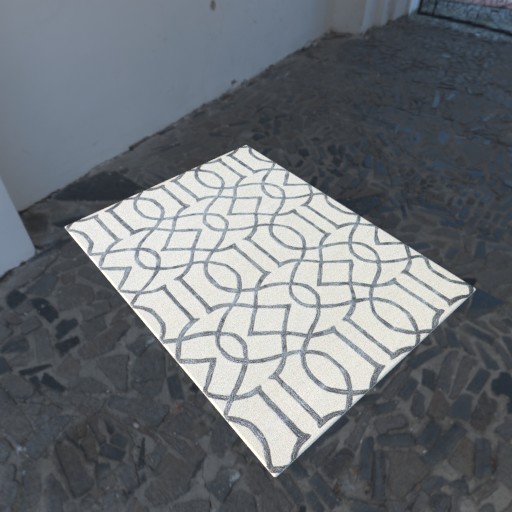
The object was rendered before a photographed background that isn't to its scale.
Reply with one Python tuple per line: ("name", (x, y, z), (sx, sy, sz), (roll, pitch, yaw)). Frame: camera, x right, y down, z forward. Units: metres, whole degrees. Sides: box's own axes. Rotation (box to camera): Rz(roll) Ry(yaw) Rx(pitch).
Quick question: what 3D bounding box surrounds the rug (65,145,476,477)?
("rug", (0.000, 0.000, 3.859), (2.211, 0.021, 2.910), (-31, 53, -27))
